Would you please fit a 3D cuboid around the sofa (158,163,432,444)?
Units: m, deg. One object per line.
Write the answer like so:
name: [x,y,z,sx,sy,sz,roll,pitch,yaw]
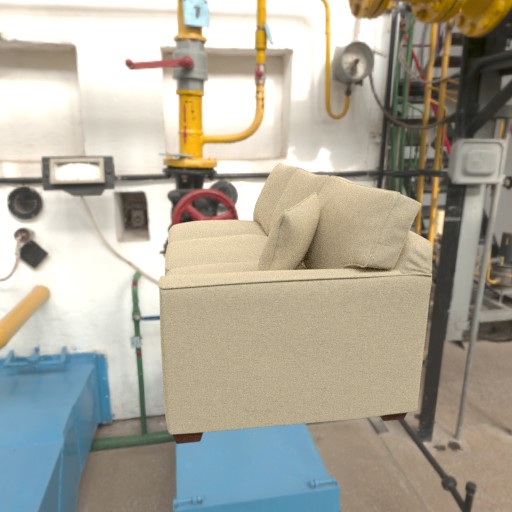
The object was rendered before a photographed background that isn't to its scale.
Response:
sofa: [0.000,0.000,2.530,1.034,0.946,1.963,-2,15,-9]
